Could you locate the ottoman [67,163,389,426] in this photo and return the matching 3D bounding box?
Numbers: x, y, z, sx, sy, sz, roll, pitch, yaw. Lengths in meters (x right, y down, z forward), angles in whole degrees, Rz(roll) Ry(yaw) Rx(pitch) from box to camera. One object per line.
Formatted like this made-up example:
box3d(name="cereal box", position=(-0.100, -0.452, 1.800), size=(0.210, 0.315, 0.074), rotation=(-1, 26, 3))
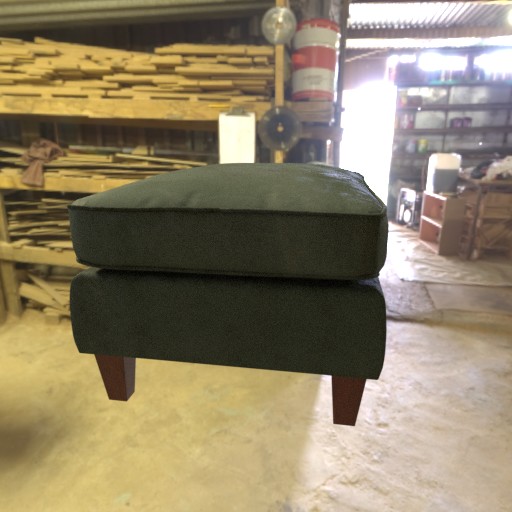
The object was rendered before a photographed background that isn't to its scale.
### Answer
box3d(name="ottoman", position=(0.000, 0.000, 1.241), size=(0.632, 0.495, 0.864), rotation=(3, 15, 10))
